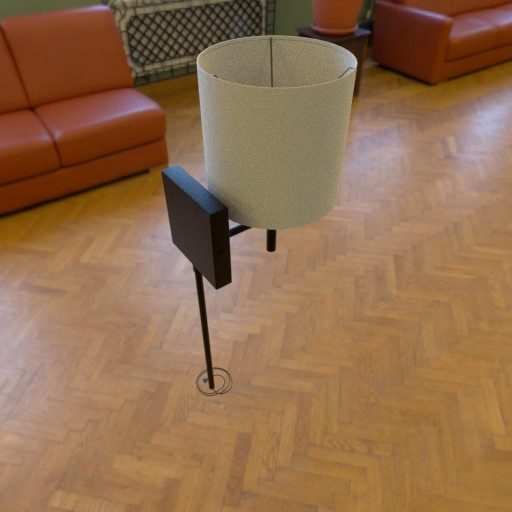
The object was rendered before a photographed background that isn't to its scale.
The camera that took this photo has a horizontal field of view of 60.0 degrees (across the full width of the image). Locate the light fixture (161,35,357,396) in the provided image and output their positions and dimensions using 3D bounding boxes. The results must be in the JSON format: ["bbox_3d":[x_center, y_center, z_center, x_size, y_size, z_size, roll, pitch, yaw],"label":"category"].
[{"bbox_3d":[0.000,0.000,0.704,0.248,0.589,0.188,-26,47,-26],"label":"light fixture"}]
